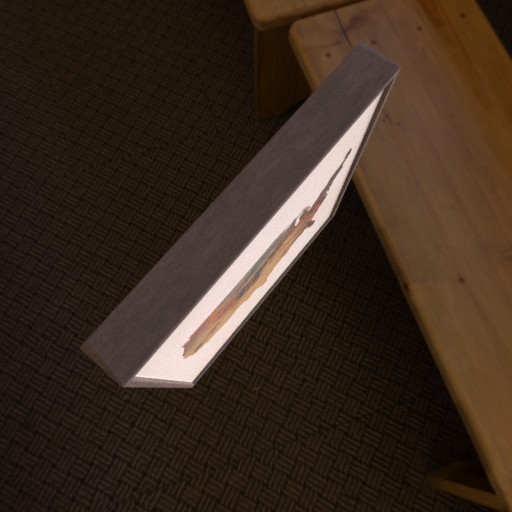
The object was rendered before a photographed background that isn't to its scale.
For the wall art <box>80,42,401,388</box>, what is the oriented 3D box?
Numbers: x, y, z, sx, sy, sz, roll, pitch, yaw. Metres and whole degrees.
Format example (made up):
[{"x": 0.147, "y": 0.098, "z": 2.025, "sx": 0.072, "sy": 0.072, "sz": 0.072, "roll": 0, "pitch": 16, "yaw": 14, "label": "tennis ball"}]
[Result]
[{"x": 0.000, "y": 0.000, "z": 0.451, "sx": 0.038, "sy": 0.302, "sz": 0.303, "roll": 38, "pitch": 77, "yaw": 10, "label": "wall art"}]
